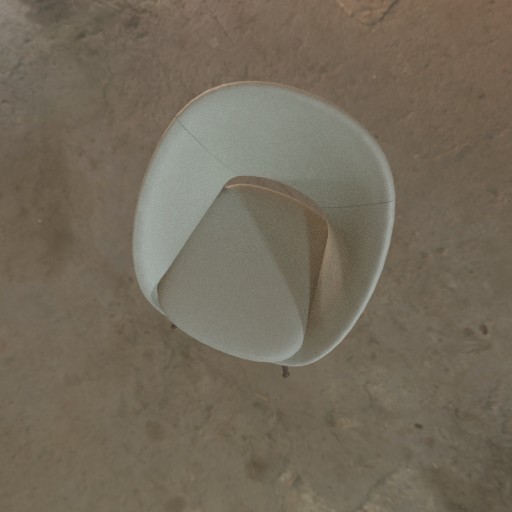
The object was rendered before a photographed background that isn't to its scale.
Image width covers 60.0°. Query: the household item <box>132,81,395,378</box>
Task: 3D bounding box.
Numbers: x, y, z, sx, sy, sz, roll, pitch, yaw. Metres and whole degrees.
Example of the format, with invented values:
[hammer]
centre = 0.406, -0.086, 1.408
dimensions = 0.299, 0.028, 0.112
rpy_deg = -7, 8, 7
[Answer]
[household item]
centre = 0.000, 0.000, 1.284
dimensions = 0.623, 0.852, 0.573
rpy_deg = 22, 77, 6
